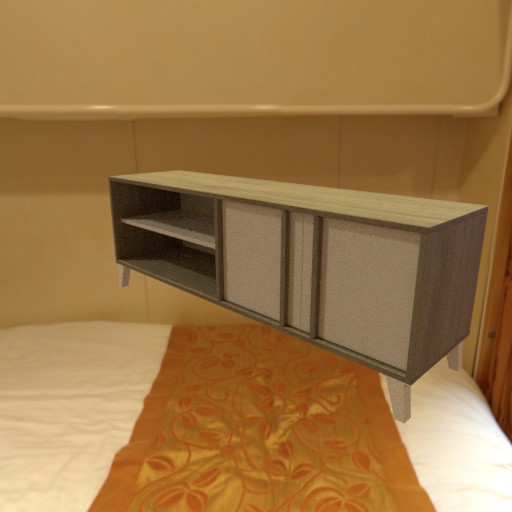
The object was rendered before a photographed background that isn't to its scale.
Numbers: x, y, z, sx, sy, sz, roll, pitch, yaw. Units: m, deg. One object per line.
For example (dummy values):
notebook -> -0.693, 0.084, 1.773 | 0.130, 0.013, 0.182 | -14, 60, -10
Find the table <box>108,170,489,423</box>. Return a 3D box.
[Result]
table -> 0.000, 0.000, 1.728 | 1.500, 0.530, 0.400 | 16, 22, 42
